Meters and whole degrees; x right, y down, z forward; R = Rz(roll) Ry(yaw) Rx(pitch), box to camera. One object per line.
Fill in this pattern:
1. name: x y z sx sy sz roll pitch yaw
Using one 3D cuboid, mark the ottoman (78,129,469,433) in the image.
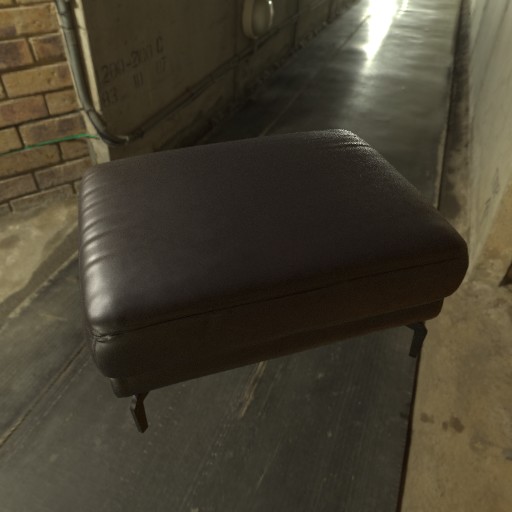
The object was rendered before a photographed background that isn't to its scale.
1. ottoman: 0.000 0.000 1.073 0.764 0.402 0.570 -11 42 -13
